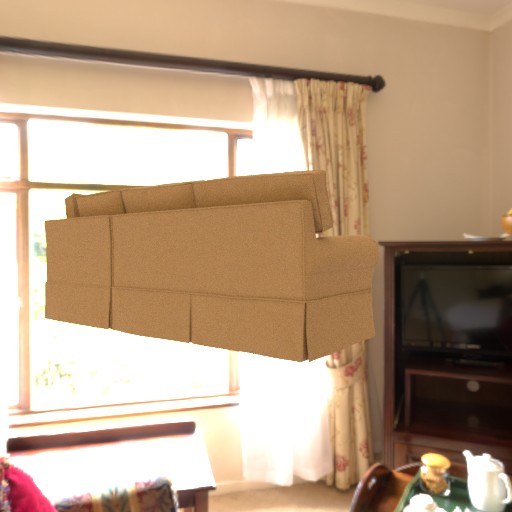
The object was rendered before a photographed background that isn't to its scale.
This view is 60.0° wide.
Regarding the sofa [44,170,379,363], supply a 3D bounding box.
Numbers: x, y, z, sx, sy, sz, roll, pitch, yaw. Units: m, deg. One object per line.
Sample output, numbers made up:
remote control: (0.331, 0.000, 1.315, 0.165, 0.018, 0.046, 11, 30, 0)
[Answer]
sofa: (0.000, 0.000, 4.235, 2.730, 1.124, 2.733, 0, 1, 36)
